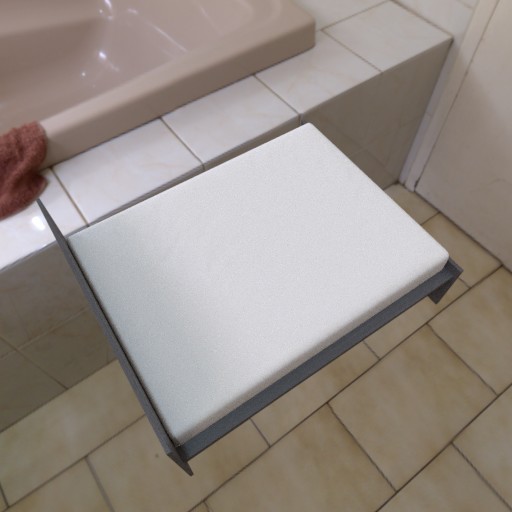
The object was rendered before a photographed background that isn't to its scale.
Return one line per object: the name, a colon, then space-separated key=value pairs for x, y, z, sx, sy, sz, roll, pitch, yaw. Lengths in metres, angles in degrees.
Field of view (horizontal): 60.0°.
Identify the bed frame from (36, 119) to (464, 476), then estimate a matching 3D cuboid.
bed frame: x=0.000 y=0.000 z=2.808 sx=1.960 sy=0.800 sz=1.622 roll=-29 pitch=62 yaw=-17
